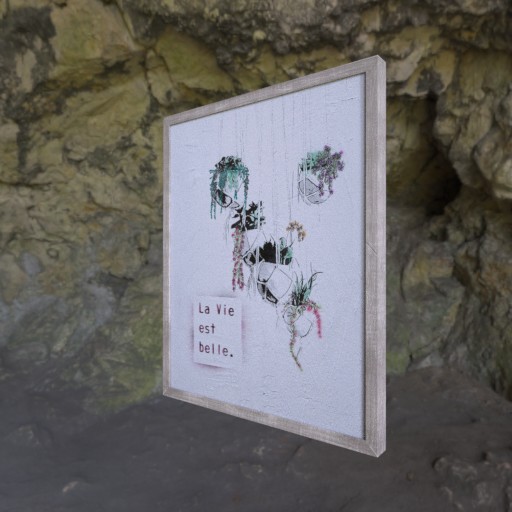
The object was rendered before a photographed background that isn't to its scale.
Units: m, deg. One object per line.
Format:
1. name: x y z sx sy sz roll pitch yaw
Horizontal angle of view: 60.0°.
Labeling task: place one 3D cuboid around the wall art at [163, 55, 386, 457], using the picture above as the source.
1. wall art: 0.000 0.000 0.715 0.421 0.521 0.032 0 0 38
